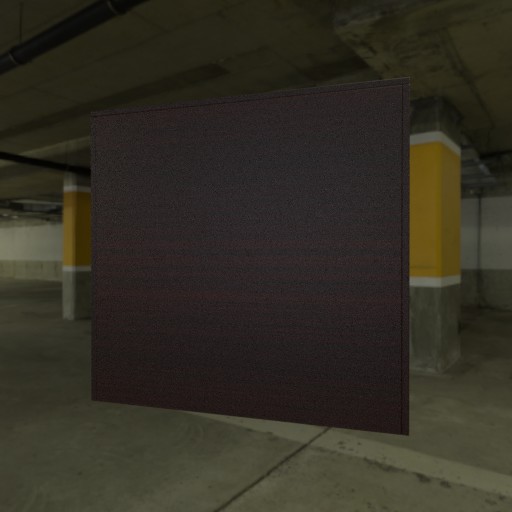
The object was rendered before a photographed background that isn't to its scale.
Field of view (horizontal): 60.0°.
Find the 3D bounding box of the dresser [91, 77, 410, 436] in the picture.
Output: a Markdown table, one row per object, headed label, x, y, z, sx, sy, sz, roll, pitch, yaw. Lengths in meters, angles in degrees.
| label | x | y | z | sx | sy | sz | roll | pitch | yaw |
| --- | --- | --- | --- | --- | --- | --- | --- | --- | --- |
| dresser | 0.000 | 0.000 | 1.168 | 0.750 | 0.720 | 0.360 | 0 | 0 | 17 |
